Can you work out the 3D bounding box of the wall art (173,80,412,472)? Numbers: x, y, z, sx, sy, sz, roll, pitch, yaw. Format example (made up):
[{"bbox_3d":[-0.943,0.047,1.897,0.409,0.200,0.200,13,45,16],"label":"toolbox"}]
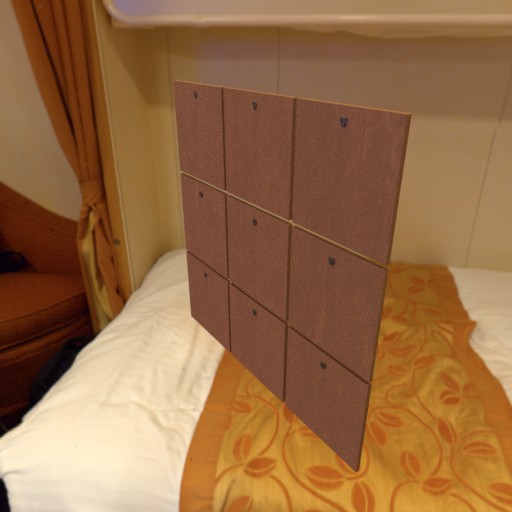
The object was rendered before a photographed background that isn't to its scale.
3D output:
[{"bbox_3d":[0.000,0.000,1.308,0.018,0.913,0.915,-17,31,-32],"label":"wall art"}]
